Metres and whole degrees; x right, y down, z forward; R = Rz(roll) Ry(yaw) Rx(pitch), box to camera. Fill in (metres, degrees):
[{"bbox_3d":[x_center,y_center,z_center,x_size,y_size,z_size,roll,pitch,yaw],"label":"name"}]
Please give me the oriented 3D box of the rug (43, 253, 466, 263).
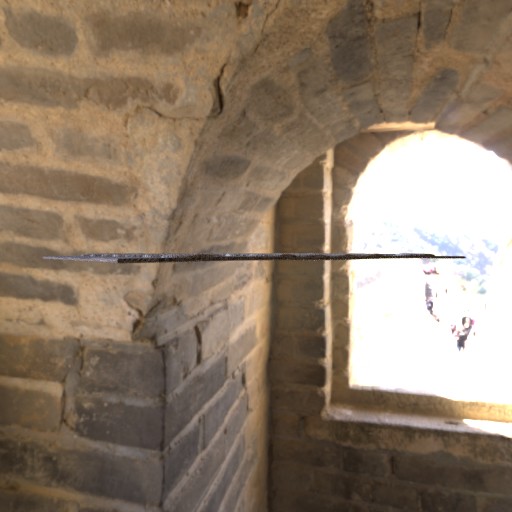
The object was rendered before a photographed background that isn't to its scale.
[{"bbox_3d":[0.000,0.000,2.292,1.823,0.030,1.222,0,0,-35],"label":"rug"}]
